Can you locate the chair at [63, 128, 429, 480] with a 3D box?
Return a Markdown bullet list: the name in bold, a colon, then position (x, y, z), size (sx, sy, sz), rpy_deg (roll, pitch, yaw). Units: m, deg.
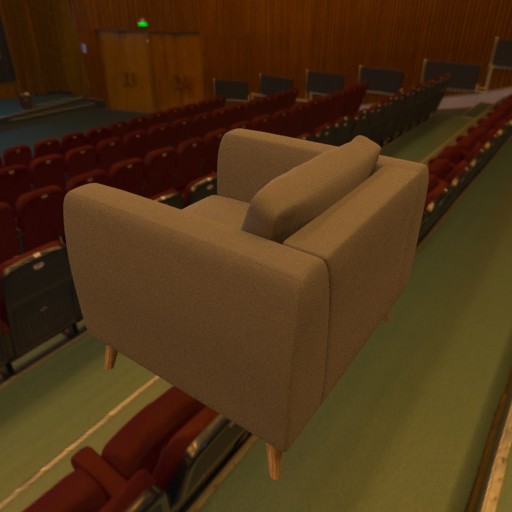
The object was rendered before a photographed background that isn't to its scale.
- **chair**: position (0.000, 0.000, 1.681), size (0.930, 0.860, 1.000), rpy_deg (20, 37, 30)
